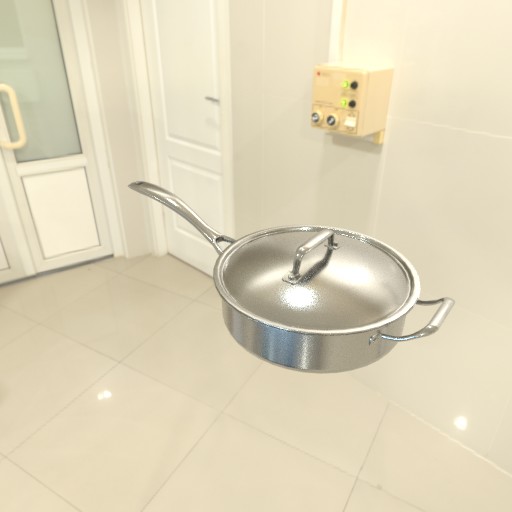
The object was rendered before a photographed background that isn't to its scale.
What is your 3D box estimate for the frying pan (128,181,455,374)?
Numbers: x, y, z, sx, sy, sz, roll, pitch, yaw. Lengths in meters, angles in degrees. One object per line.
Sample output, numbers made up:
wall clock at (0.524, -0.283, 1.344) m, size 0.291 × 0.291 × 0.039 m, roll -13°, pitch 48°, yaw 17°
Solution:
frying pan at (0.000, 0.000, 0.590) m, size 0.492 × 0.111 × 0.245 m, roll 21°, pitch 36°, yaw 32°
